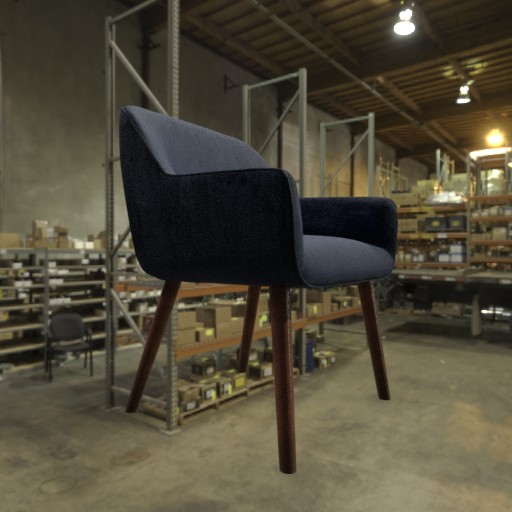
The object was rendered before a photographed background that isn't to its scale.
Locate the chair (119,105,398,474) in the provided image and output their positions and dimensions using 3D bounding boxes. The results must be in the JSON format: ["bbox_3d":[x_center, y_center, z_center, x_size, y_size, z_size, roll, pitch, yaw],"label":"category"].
[{"bbox_3d":[0.000,0.000,1.220,0.600,0.820,0.600,0,1,37],"label":"chair"}]
